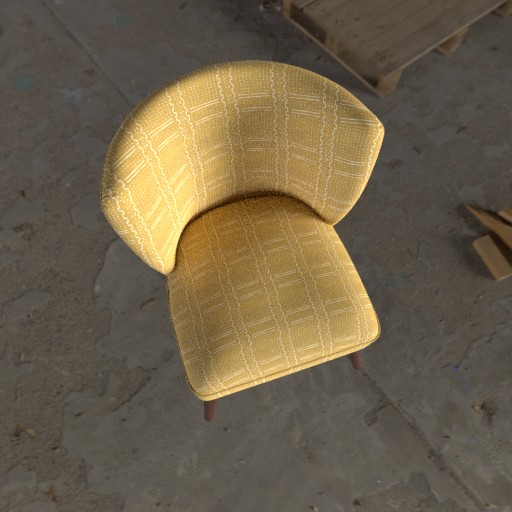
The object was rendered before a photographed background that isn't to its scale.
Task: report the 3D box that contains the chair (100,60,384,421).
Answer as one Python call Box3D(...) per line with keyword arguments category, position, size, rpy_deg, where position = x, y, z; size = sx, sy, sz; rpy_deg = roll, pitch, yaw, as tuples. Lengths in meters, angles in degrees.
Box3D(category="chair", position=(0.000, 0.000, 1.388), size=(0.706, 0.866, 0.758), rpy_deg=(-17, 66, -8))
